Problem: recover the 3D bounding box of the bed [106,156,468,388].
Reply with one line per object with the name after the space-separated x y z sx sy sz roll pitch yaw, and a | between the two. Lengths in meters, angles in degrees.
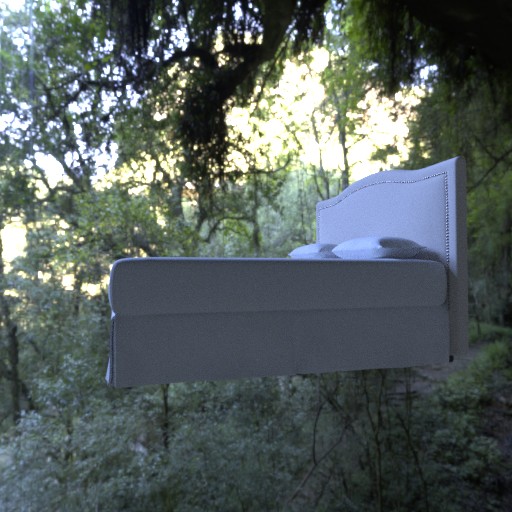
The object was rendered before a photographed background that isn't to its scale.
0.000 0.000 3.465 2.182 1.421 2.083 1 -2 -17 | bed
